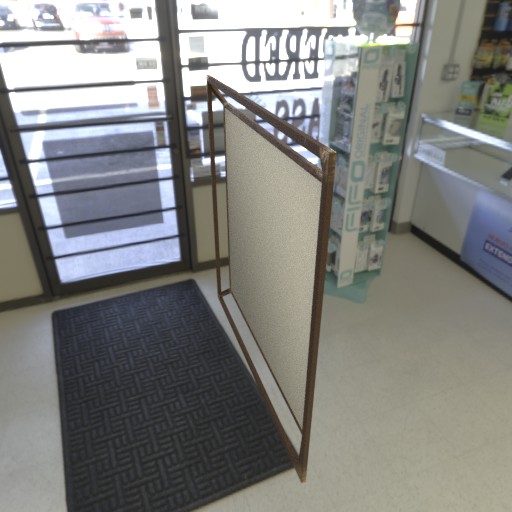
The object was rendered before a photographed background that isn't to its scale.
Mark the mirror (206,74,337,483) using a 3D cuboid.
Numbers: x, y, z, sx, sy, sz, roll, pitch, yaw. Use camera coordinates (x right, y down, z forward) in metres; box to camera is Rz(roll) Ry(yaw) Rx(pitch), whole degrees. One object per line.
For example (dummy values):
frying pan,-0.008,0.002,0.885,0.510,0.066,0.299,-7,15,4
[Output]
mirror,0.000,0.000,0.903,0.032,0.610,0.610,-10,32,-16
